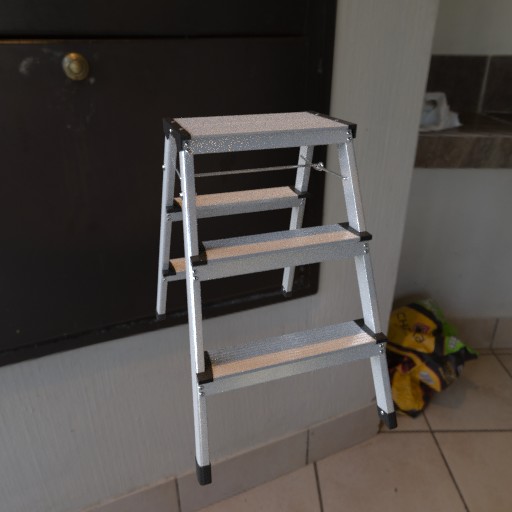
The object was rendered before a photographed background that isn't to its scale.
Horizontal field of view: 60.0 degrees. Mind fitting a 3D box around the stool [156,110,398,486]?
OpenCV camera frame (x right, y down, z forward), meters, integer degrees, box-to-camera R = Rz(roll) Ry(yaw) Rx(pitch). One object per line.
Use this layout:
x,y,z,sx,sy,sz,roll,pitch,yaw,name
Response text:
0.000,0.000,1.024,0.437,0.605,0.622,-8,27,-17,stool
